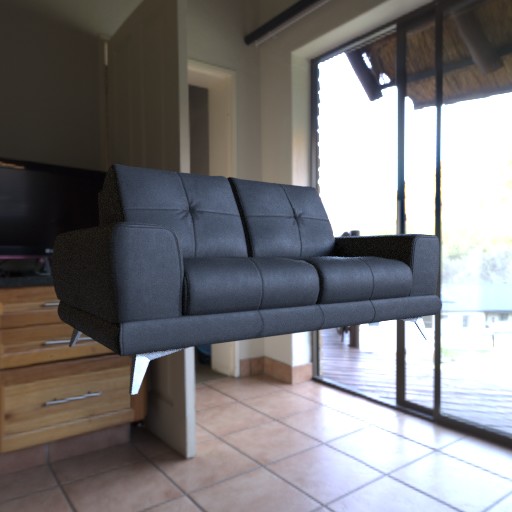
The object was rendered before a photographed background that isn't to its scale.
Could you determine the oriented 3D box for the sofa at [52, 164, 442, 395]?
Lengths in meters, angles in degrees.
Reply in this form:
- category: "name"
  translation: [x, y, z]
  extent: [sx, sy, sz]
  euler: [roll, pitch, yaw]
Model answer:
- category: "sofa"
  translation: [0.000, 0.000, 2.297]
  extent: [1.806, 0.907, 1.018]
  euler: [0, 0, -35]
